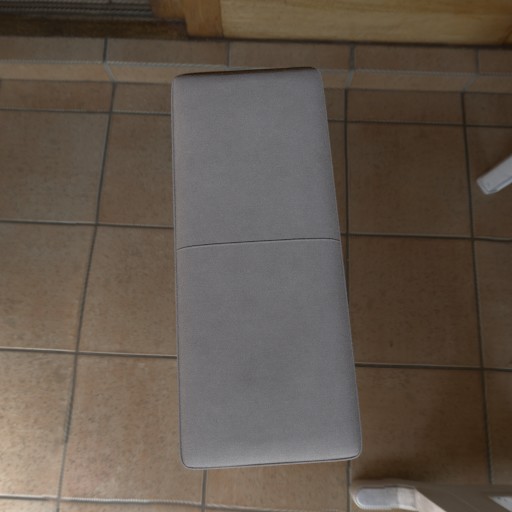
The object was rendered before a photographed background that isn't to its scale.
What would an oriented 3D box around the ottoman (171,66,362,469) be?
[{"bbox_3d":[0.000,0.000,2.032,0.735,0.460,1.726,-4,77,-1],"label":"ottoman"}]
